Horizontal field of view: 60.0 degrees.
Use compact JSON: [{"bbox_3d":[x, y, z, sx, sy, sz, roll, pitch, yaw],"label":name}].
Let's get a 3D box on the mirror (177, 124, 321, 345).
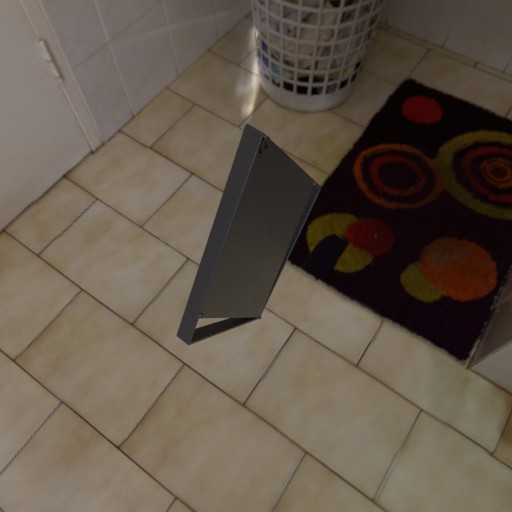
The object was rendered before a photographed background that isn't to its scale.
[{"bbox_3d":[0.000,0.000,0.847,0.032,0.679,0.419,34,68,16],"label":"mirror"}]
